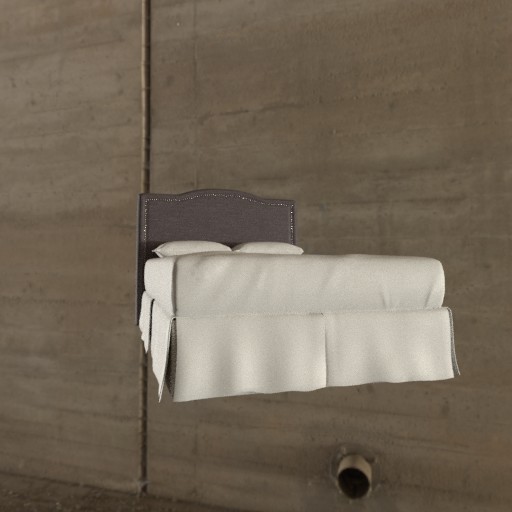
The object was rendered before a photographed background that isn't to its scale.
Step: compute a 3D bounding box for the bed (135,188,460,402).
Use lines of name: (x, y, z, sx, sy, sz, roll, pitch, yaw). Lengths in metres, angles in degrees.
bed: (0.000, 0.000, 3.483, 1.741, 1.441, 2.507, 0, -1, -17)
